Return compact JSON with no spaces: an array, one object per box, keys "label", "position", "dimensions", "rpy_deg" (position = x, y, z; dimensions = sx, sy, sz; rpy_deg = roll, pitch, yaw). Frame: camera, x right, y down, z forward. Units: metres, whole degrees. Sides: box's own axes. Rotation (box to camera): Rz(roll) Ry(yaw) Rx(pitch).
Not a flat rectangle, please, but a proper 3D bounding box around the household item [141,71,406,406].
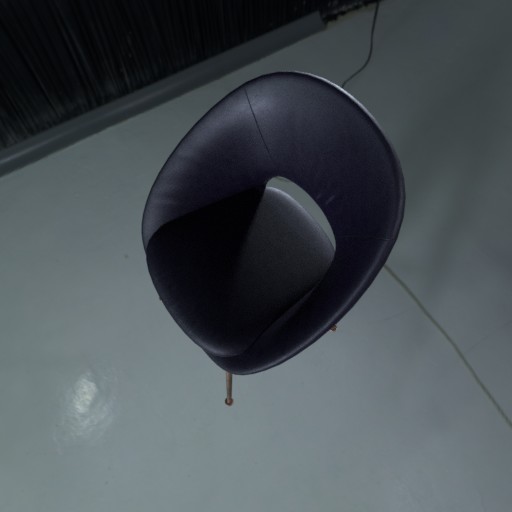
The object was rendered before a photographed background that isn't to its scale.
[{"label":"household item","position":[0.000,0.000,1.252],"dimensions":[0.573,0.852,0.623],"rpy_deg":[-32,69,-14]}]
